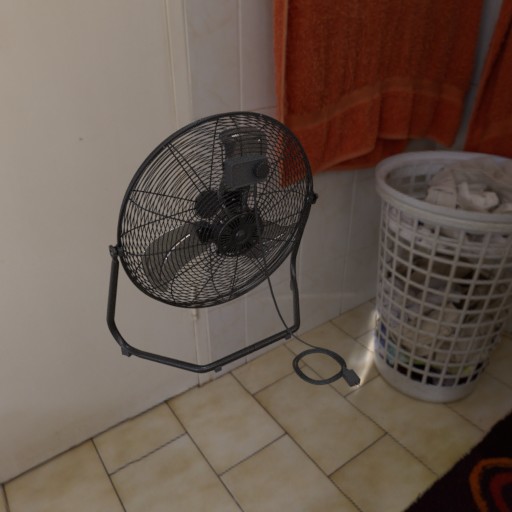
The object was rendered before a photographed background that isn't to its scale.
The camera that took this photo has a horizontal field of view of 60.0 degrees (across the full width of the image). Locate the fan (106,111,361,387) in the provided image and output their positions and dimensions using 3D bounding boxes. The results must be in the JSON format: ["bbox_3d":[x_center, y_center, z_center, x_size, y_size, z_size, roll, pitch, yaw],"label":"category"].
[{"bbox_3d":[0.000,0.000,0.918,0.555,0.546,0.424,-19,35,-29],"label":"fan"}]
